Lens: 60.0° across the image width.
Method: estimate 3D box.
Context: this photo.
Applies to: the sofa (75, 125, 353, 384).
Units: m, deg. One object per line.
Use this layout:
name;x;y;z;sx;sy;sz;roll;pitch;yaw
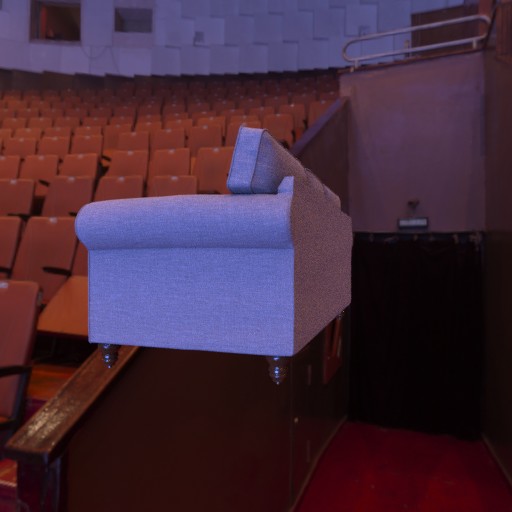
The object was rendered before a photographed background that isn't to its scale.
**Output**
sofa;0.000;0.000;2.631;0.916;0.961;2.084;0;0;18
